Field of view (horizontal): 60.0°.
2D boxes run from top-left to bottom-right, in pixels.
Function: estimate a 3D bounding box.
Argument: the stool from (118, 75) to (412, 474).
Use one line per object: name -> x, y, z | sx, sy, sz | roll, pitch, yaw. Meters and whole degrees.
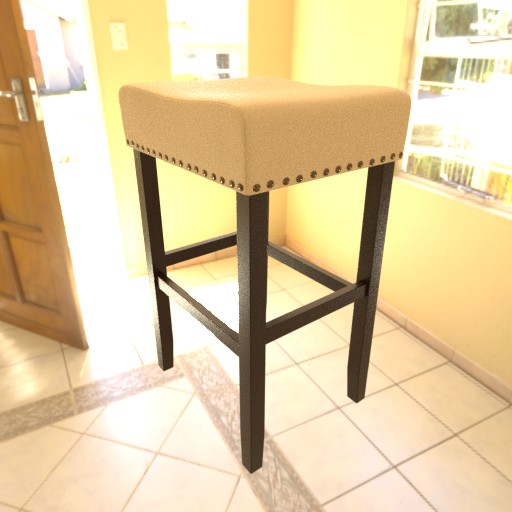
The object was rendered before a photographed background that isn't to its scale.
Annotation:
stool -> 0.000, 0.000, 1.051 | 0.401, 0.762, 0.471 | -19, 31, -33
